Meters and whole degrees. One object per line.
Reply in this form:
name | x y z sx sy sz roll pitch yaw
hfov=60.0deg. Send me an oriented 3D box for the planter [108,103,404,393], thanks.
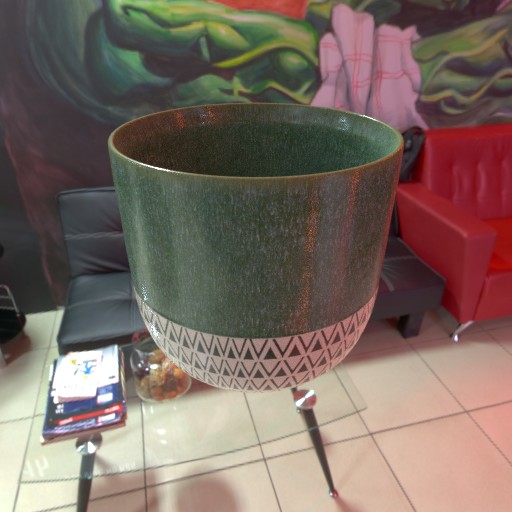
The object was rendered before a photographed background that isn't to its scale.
planter | 0.000 0.000 0.479 0.266 0.270 0.266 0 30 0
